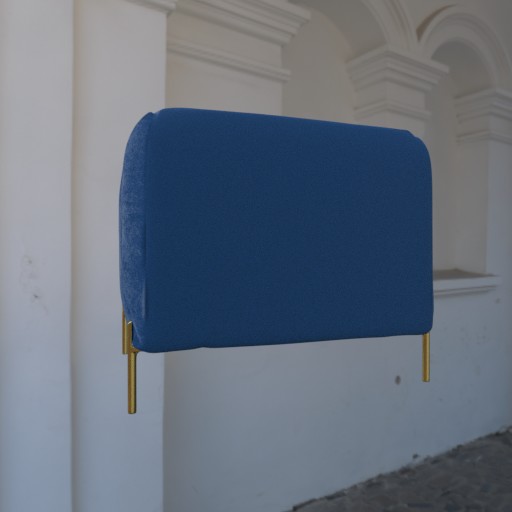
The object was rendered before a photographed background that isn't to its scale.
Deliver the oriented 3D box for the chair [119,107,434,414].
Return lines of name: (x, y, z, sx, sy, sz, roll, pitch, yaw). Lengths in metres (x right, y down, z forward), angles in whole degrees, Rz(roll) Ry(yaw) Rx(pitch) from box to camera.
chair: (0.000, 0.000, 1.615, 0.947, 0.793, 0.877, 0, 1, -18)
